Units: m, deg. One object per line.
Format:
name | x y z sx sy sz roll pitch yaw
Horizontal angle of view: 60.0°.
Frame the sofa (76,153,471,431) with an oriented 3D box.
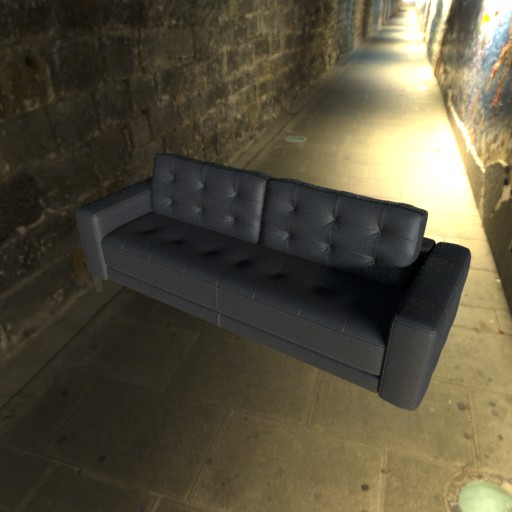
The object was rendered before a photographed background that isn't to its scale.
sofa | 0.000 0.000 2.700 2.275 0.893 0.833 18 35 27
